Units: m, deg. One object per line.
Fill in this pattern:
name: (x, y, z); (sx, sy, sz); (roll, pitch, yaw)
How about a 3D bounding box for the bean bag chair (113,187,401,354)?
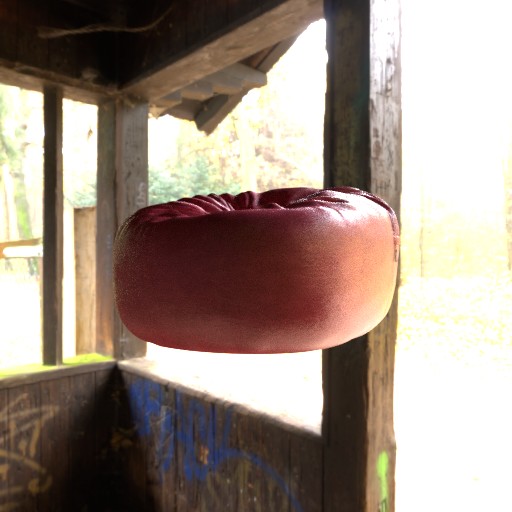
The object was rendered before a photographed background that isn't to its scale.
bean bag chair: (0.000, 0.000, 2.447); (1.524, 0.878, 1.524); (0, 1, 17)
